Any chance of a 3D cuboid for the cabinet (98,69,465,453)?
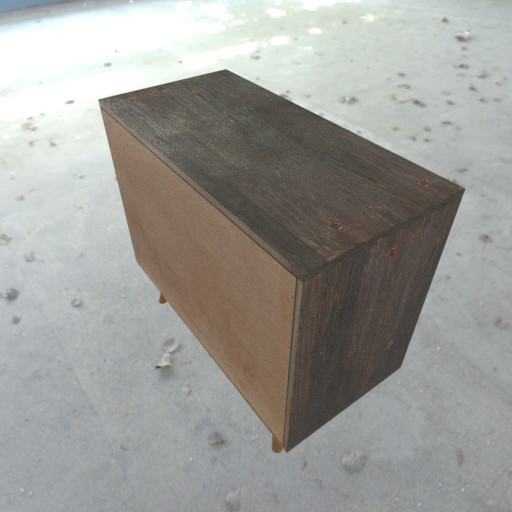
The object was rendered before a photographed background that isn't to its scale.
[{"bbox_3d":[0.000,0.000,1.536,0.529,0.897,1.023,-25,47,-26],"label":"cabinet"}]
